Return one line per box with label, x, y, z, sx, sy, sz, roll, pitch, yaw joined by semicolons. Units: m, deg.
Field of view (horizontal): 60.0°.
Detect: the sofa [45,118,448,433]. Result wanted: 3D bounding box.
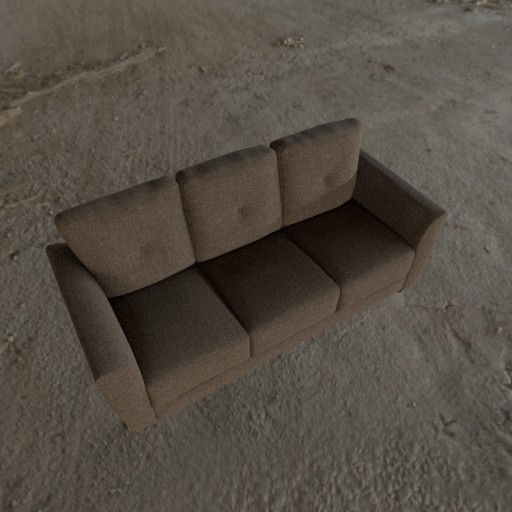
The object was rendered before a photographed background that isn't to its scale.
sofa;0.000;0.000;2.308;1.847;0.891;0.837;-23;50;-21
